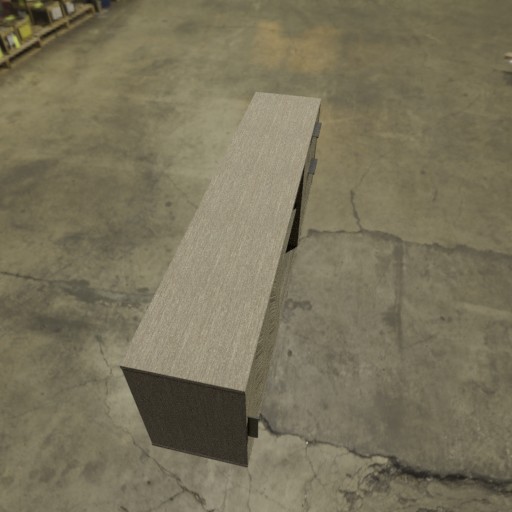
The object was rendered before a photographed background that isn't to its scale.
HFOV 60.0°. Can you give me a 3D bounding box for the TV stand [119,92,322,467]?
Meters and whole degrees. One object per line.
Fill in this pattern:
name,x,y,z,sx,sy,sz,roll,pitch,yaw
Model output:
TV stand,0.000,0.000,2.145,0.405,0.787,1.804,9,46,9
